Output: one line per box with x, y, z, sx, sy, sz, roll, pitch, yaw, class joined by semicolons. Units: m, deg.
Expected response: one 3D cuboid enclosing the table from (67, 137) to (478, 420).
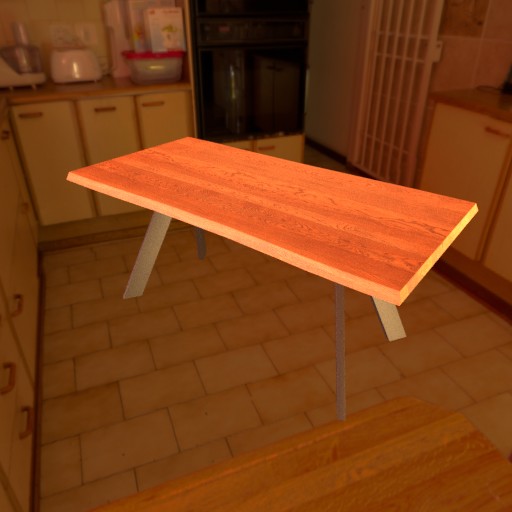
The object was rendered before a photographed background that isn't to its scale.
0.000;0.000;2.309;1.800;0.770;0.900;21;36;32;table
